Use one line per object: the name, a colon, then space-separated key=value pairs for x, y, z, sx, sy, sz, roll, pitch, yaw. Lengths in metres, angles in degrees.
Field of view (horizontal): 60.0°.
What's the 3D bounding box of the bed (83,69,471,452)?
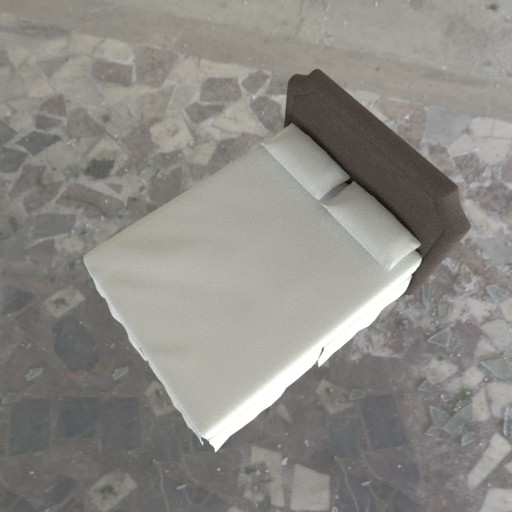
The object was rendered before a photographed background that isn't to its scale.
bed: x=0.000 y=0.000 z=3.143 sx=2.116 sy=1.290 sz=1.693 roll=-35 pitch=69 yaw=-16
